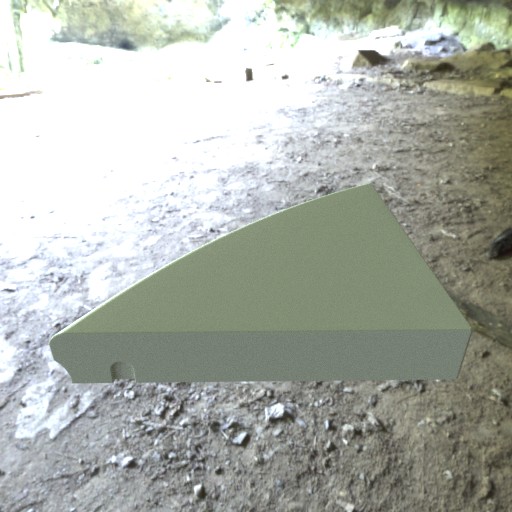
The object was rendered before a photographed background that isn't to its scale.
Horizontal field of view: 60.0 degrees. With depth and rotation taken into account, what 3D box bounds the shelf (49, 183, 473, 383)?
[{"bbox_3d":[0.000,0.000,0.465,0.310,0.050,0.310,-1,30,-1],"label":"shelf"}]
